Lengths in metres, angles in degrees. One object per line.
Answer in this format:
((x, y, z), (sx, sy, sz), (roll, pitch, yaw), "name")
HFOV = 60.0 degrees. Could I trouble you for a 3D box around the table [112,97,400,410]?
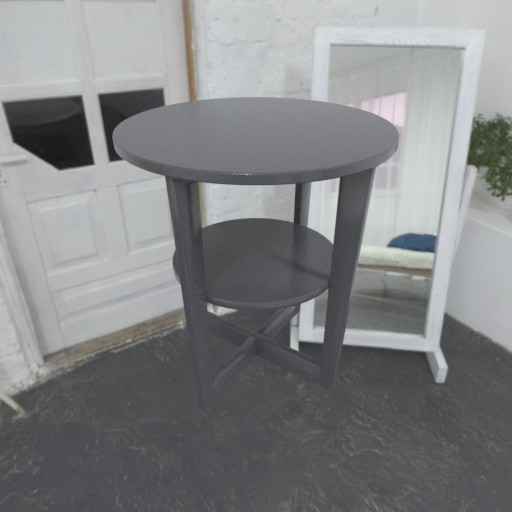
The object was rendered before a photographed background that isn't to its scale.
((0.000, 0.000, 0.940), (0.500, 0.550, 0.500), (0, 31, 0), "table")
